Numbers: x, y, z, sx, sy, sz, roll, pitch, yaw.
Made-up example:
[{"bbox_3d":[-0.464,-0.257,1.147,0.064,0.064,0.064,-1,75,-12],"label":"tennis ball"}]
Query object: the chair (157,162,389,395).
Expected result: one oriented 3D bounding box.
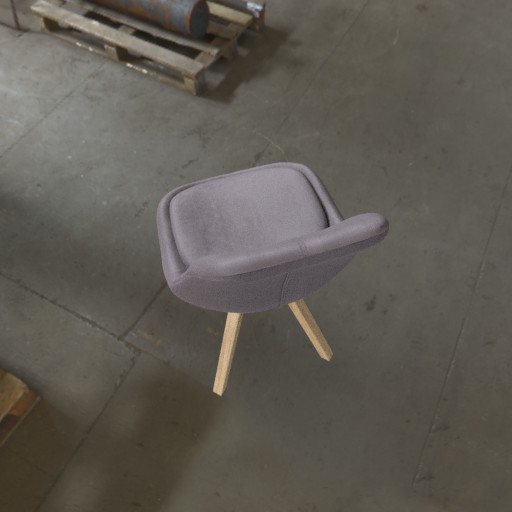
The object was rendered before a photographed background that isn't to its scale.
[{"bbox_3d":[0.000,0.000,1.191,0.483,0.865,0.547,-15,60,-9],"label":"chair"}]
